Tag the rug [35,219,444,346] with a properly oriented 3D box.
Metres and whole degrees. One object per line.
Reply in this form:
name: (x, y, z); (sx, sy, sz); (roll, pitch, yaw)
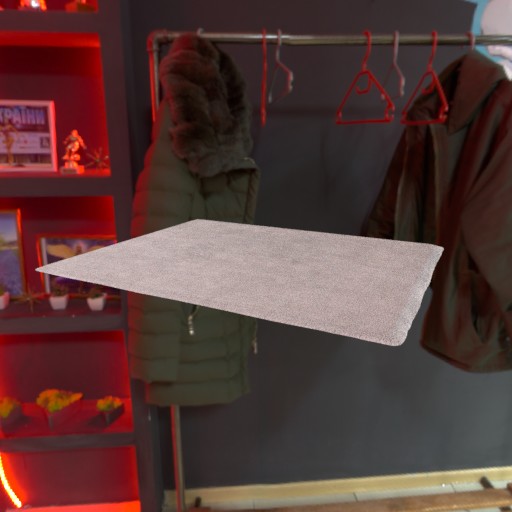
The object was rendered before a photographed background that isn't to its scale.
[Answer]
rug: (0.000, 0.000, 3.957); (2.933, 0.027, 2.332); (8, 18, 26)
